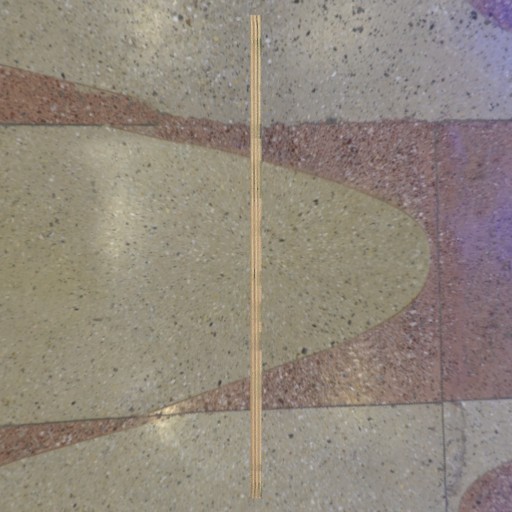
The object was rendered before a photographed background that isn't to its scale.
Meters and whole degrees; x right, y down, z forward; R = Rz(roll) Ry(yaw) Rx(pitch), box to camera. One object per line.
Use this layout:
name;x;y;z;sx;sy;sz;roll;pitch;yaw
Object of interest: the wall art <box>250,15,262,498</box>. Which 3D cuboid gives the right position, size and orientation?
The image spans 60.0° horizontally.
wall art;0.000;0.000;0.669;0.012;0.408;0.508;0;91;0
